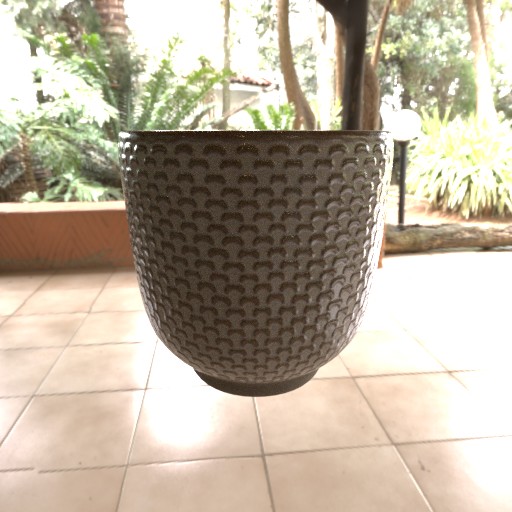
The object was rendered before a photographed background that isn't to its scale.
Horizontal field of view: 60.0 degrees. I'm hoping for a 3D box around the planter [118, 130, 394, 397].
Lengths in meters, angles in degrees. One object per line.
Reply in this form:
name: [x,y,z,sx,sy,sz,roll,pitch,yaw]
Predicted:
planter: [0.000,0.000,0.352,0.197,0.191,0.197,0,15,0]
